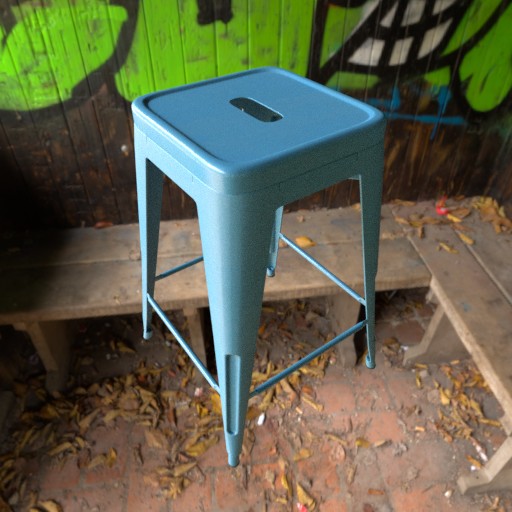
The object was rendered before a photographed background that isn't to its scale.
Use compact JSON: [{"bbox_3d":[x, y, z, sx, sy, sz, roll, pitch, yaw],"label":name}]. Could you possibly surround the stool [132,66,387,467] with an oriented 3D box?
[{"bbox_3d":[0.000,0.000,0.881,0.410,0.608,0.410,-25,46,-26],"label":"stool"}]
